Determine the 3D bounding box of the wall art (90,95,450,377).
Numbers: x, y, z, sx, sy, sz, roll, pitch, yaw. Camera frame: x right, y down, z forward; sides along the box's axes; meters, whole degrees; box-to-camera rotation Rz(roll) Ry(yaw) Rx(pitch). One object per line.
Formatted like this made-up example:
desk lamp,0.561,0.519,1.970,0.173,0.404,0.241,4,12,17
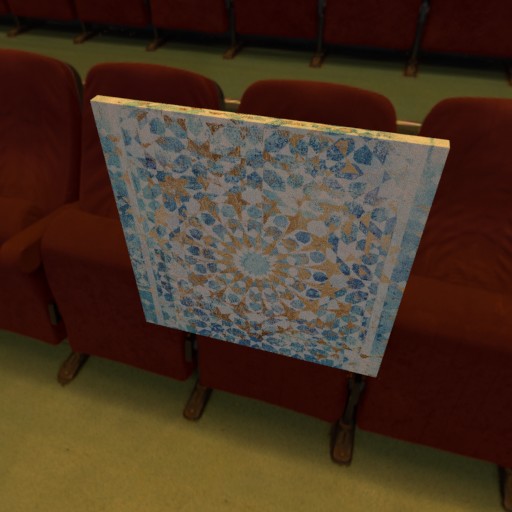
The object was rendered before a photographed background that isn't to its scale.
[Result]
wall art,0.000,0.000,1.407,0.916,0.916,0.040,11,43,12
